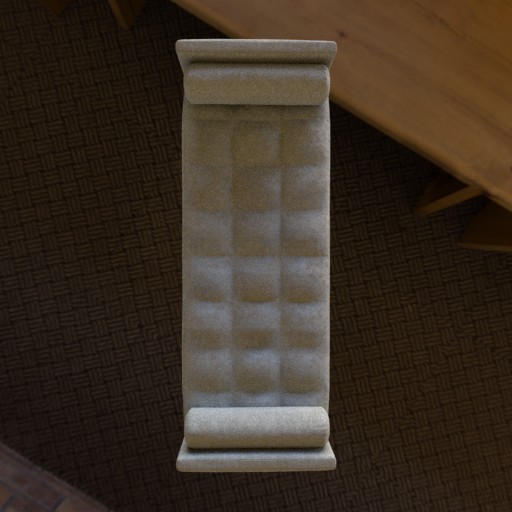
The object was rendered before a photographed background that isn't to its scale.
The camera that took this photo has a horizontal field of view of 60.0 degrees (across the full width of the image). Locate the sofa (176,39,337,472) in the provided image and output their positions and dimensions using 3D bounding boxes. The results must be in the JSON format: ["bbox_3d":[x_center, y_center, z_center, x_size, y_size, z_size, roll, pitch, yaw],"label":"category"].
[{"bbox_3d":[0.000,0.000,2.451,0.797,0.657,2.102,0,91,-1],"label":"sofa"}]
